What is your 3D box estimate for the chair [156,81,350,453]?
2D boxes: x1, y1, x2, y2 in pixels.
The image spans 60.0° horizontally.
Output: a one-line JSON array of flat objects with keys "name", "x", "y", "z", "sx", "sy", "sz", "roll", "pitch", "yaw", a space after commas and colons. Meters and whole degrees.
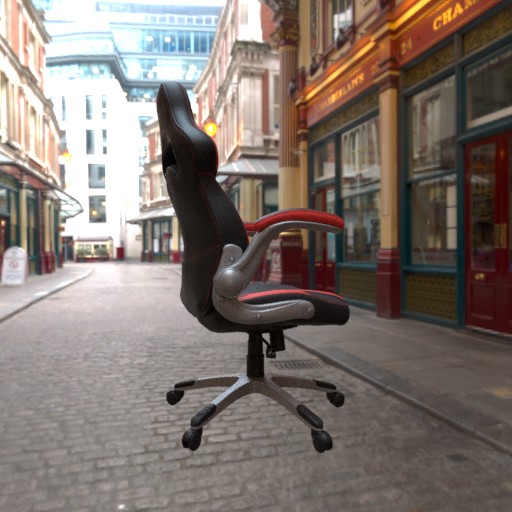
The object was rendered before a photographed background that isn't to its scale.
[{"name": "chair", "x": 0.000, "y": 0.000, "z": 1.622, "sx": 0.712, "sy": 1.165, "sz": 0.758, "roll": 0, "pitch": 0, "yaw": -18}]
